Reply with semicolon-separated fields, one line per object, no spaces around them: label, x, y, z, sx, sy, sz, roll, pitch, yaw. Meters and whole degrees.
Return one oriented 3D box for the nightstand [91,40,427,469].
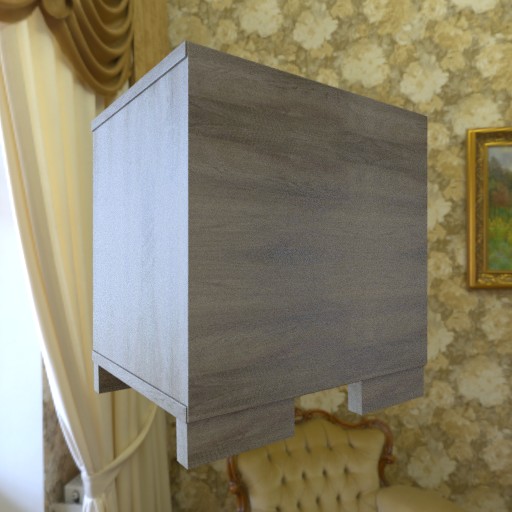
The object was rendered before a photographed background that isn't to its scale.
nightstand;0.000;0.000;0.722;0.427;0.448;0.347;0;0;-36
